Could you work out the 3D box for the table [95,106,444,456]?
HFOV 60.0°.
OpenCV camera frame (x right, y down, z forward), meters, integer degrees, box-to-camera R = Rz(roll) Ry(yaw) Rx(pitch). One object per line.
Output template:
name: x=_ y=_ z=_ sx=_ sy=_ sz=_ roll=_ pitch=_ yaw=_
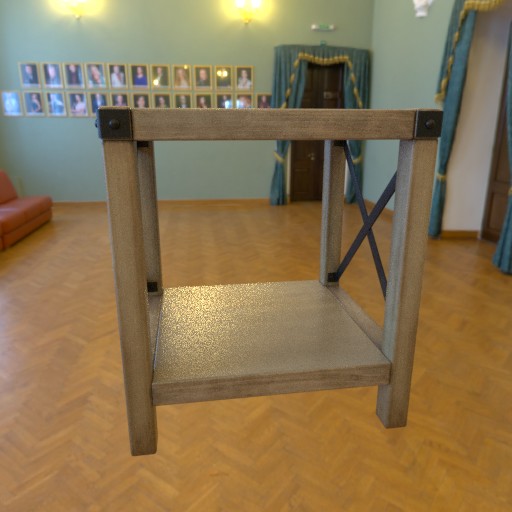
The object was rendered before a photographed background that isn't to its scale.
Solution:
table: x=0.000 y=0.000 z=0.906 sx=0.510 sy=0.561 sz=0.459 roll=-3 pitch=17 yaw=-9
